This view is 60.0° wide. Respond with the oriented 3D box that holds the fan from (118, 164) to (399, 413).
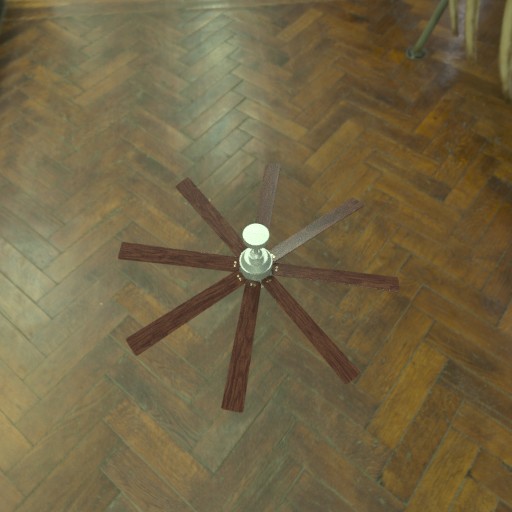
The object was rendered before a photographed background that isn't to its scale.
[{"bbox_3d":[0.000,0.000,2.765,1.830,0.472,1.830,-32,63,-19],"label":"fan"}]
